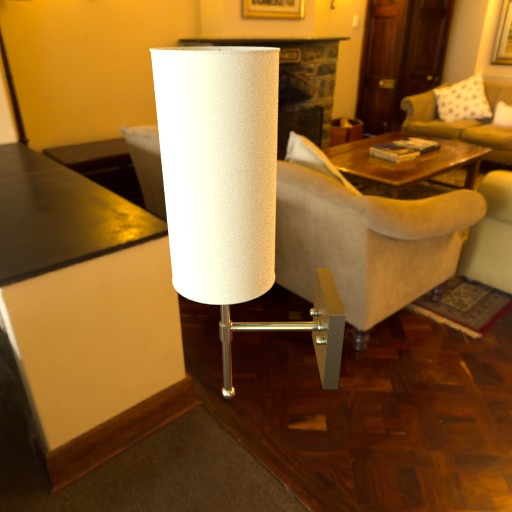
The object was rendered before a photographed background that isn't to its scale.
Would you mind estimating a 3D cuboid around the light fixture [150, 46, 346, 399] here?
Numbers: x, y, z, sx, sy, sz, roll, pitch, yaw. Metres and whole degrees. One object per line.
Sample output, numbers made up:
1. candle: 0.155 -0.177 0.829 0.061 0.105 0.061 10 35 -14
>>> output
1. light fixture: 0.000 0.000 0.544 0.208 0.462 0.128 0 27 -1
